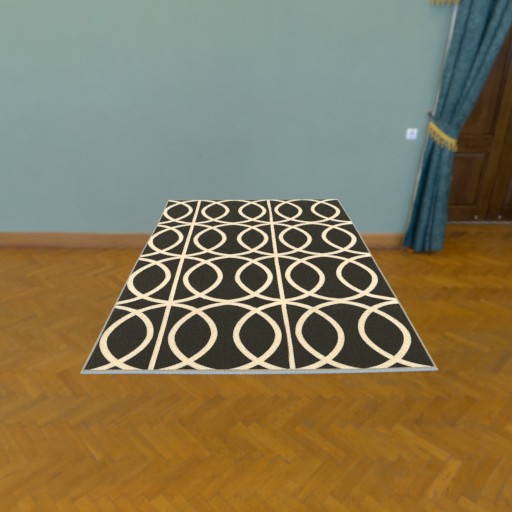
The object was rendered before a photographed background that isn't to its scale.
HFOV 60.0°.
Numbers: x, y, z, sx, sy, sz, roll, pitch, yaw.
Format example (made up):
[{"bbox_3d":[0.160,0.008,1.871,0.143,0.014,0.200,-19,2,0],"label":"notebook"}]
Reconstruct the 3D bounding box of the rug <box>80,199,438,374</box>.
[{"bbox_3d":[0.000,0.000,2.903,1.528,0.014,2.294,0,26,-1],"label":"rug"}]
